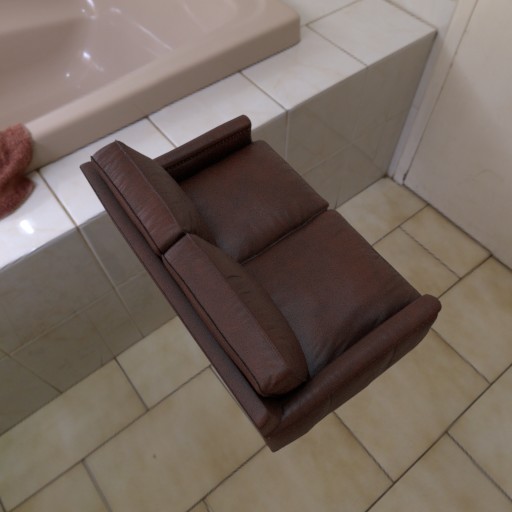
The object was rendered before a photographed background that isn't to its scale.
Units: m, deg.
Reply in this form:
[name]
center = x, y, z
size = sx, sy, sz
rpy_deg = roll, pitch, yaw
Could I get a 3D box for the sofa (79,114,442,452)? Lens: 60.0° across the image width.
[sofa]
center = 0.000, 0.000, 2.298
size = 1.083, 1.003, 1.628
rpy_deg = -31, 63, -18
